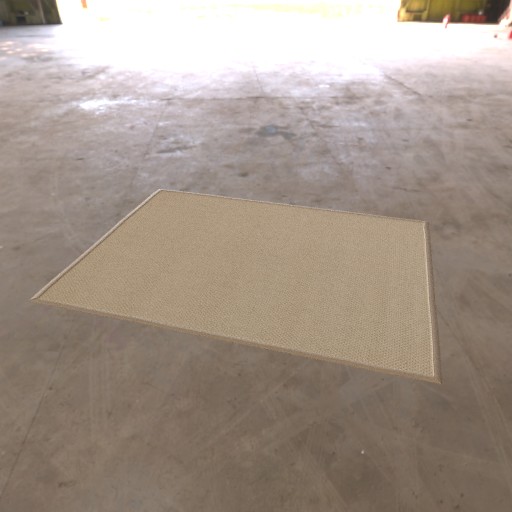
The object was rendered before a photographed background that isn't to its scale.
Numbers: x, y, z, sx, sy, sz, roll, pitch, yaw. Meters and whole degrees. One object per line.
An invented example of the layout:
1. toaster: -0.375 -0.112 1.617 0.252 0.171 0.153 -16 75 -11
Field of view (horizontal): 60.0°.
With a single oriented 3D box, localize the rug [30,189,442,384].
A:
1. rug: 0.000 0.000 2.721 2.081 0.020 1.525 9 33 13
